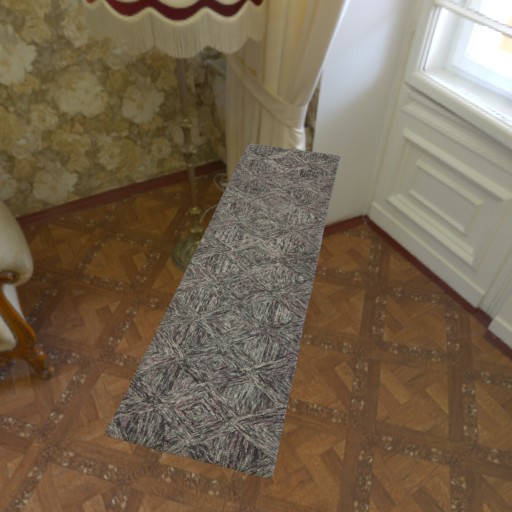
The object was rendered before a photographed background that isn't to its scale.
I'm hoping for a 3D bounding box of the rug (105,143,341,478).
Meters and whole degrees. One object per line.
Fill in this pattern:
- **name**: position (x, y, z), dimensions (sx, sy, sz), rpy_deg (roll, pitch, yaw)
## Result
- **rug**: position (0.000, 0.000, 2.535), dimensions (0.719, 0.013, 2.305), rpy_deg (10, 46, 10)
